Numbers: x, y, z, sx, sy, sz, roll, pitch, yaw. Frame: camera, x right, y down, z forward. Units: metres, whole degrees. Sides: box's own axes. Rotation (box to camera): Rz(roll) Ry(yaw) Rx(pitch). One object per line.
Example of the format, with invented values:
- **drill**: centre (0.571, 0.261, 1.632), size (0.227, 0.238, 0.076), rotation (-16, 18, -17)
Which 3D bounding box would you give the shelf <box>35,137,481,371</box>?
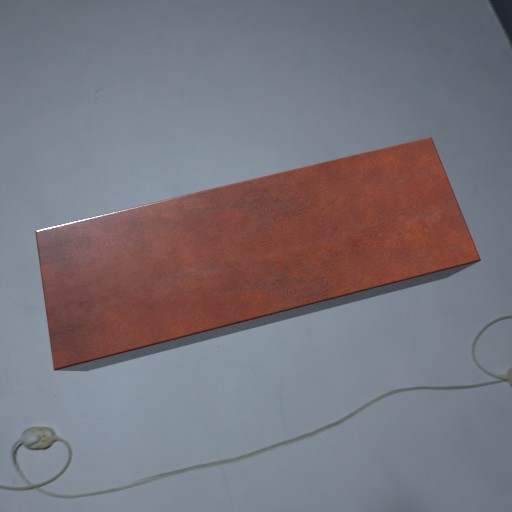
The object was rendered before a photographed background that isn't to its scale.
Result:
- **shelf**: centre (0.000, 0.000, 0.520), size (0.457, 0.088, 0.152), rotation (-14, 75, -4)
